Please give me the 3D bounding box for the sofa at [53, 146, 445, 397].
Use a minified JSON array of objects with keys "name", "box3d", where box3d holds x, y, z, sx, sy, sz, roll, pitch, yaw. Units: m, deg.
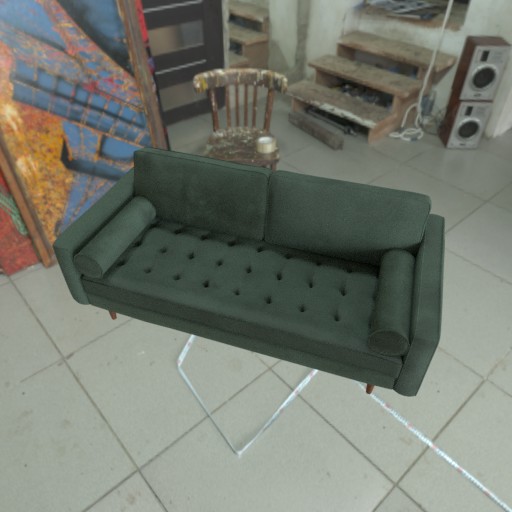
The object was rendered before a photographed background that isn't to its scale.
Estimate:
[{"name":"sofa","box3d":[0.000,0.000,2.411,1.880,0.772,0.916,13,43,14]}]
